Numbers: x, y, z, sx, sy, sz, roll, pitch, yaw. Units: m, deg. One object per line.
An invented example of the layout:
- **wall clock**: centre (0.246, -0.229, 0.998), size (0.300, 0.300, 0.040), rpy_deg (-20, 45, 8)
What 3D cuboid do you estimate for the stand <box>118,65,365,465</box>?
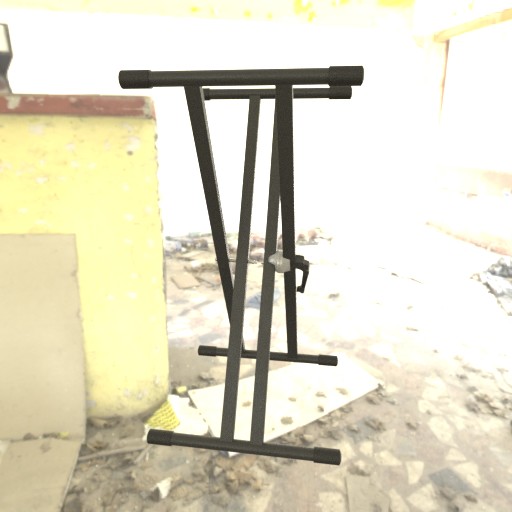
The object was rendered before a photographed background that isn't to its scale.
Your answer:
- **stand**: centre (0.000, 0.000, 1.212), size (0.495, 0.900, 0.503), rpy_deg (3, 17, 9)
